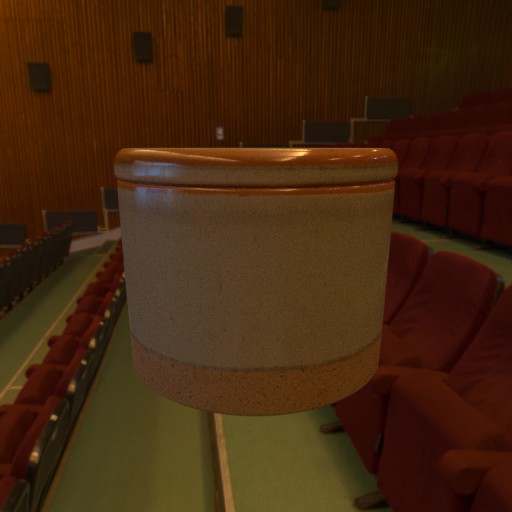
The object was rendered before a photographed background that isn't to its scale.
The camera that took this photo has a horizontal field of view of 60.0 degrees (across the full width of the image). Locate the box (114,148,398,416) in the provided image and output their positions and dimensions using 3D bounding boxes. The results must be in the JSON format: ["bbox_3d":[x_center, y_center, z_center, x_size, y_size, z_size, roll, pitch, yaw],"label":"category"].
[{"bbox_3d":[0.000,0.000,0.211,0.123,0.100,0.123,0,14,0],"label":"box"}]
